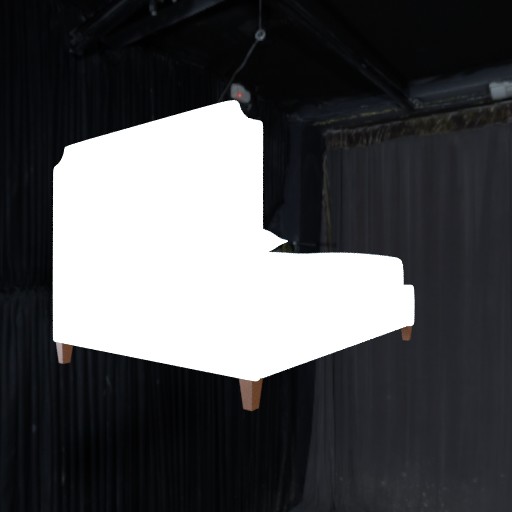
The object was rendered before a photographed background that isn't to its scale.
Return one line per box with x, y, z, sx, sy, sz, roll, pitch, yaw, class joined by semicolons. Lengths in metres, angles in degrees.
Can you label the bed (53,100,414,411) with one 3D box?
0.000;0.000;3.404;1.712;1.443;2.365;-1;-1;36;bed
